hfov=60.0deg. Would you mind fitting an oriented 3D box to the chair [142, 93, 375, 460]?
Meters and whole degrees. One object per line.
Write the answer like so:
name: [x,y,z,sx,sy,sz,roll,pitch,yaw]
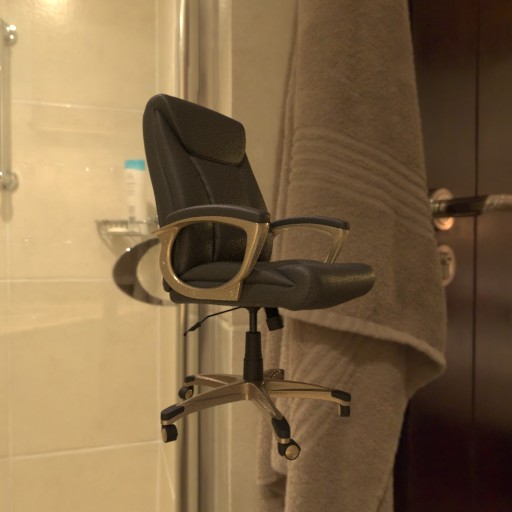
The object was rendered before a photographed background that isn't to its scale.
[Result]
chair: [0.000,0.000,1.614,0.748,1.188,0.694,1,1,36]
